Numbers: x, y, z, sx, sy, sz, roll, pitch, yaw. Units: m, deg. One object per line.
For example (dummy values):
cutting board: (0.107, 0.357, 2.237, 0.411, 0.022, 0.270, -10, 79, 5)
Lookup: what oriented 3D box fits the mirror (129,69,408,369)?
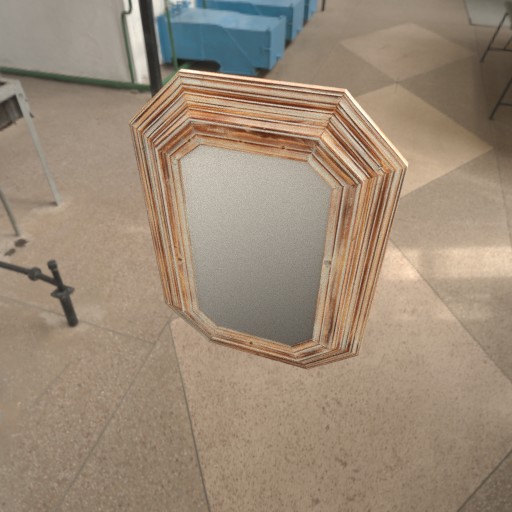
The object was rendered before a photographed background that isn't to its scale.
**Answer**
mirror: (0.000, 0.000, 1.308, 0.709, 1.015, 0.061, 13, 43, 14)
